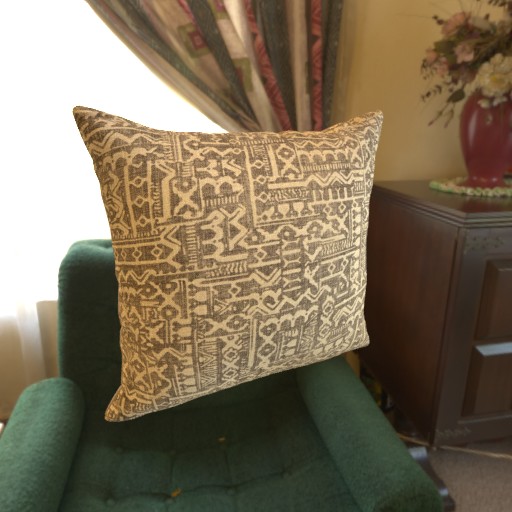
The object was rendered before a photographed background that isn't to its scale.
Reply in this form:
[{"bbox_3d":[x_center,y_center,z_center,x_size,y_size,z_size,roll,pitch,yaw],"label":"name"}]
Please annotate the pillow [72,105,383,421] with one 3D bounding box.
[{"bbox_3d":[0.000,0.000,0.765,0.546,0.487,0.180,-9,18,-27],"label":"pillow"}]
